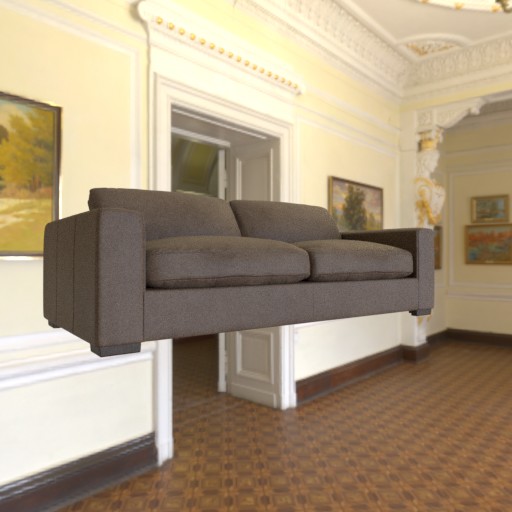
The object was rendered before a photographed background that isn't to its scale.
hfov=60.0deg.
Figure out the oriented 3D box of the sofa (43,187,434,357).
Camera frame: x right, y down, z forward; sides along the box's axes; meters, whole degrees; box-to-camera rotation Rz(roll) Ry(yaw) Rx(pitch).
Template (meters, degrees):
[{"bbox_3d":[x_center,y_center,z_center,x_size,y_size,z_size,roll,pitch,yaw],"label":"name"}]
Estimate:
[{"bbox_3d":[0.000,0.000,2.772,2.262,0.801,1.070,0,0,-36],"label":"sofa"}]
